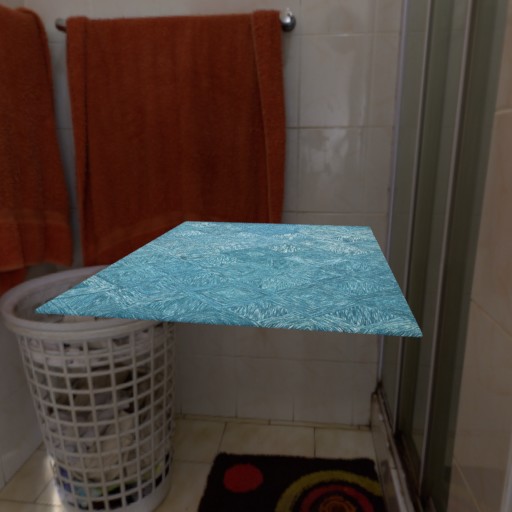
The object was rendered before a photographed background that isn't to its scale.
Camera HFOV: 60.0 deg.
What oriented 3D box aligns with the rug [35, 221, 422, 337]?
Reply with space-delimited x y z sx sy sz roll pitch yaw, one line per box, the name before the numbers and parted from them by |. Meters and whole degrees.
rug | 0.000 0.000 4.223 2.405 0.027 3.217 2 15 8
